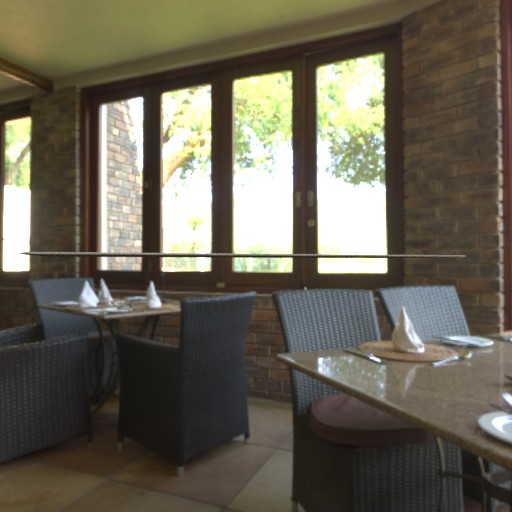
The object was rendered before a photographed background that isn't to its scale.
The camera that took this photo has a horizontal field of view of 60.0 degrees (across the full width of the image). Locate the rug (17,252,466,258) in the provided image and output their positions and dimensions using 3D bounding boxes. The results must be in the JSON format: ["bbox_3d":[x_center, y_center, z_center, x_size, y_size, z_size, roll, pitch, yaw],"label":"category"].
[{"bbox_3d":[0.000,0.000,2.660,2.435,0.009,0.750,0,-1,-18],"label":"rug"}]
